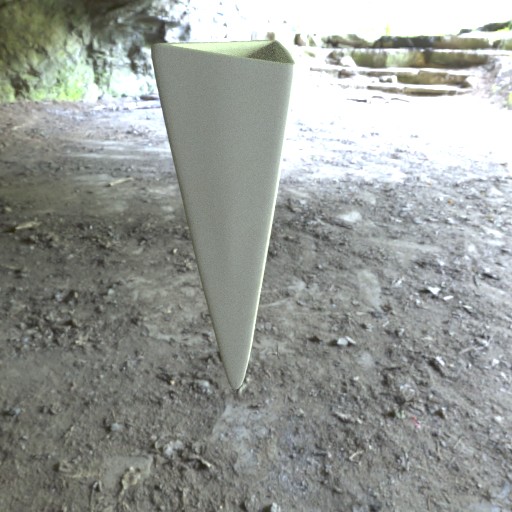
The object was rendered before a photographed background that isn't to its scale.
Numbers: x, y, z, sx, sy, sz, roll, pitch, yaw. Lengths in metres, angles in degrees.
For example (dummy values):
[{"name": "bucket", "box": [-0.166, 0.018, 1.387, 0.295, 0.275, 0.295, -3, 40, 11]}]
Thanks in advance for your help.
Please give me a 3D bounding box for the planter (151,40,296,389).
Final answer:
[{"name": "planter", "box": [0.000, 0.000, 0.389, 0.065, 0.338, 0.143, 18, 32, 32]}]
